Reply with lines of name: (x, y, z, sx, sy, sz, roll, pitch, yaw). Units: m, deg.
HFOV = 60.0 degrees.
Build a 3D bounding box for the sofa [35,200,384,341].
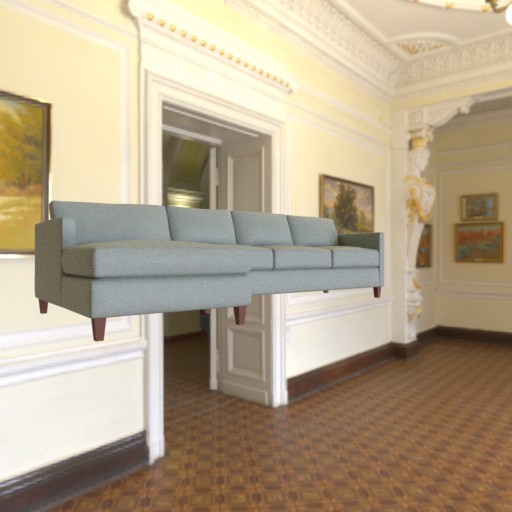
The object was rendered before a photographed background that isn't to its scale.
sofa: (0.000, 0.000, 4.099, 3.470, 0.953, 1.600, 0, 0, -37)
